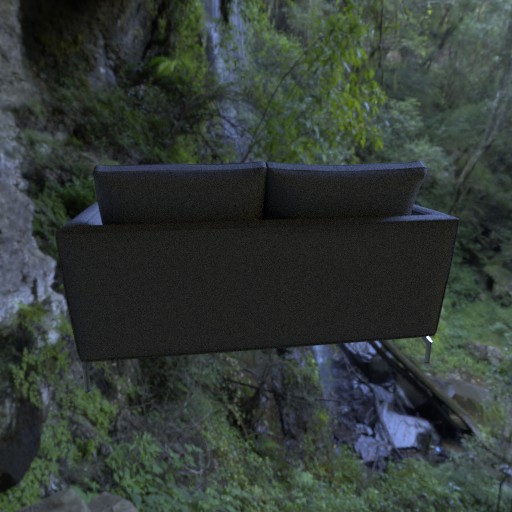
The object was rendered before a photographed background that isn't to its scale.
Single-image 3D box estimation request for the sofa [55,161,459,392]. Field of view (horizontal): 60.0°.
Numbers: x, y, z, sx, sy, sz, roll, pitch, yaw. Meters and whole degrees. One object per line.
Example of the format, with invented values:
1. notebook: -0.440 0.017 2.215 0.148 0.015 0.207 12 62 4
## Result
1. sofa: 0.000 0.000 2.140 1.594 0.924 0.803 -2 15 -9
